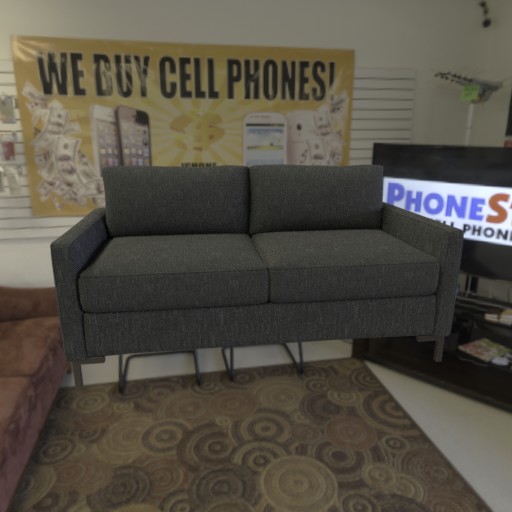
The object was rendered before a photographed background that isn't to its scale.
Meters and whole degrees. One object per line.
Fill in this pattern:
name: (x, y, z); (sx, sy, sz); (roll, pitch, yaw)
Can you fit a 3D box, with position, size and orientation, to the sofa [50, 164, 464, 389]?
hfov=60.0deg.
sofa: (0.000, 0.000, 2.218); (1.716, 0.862, 0.866); (-2, 16, -8)
